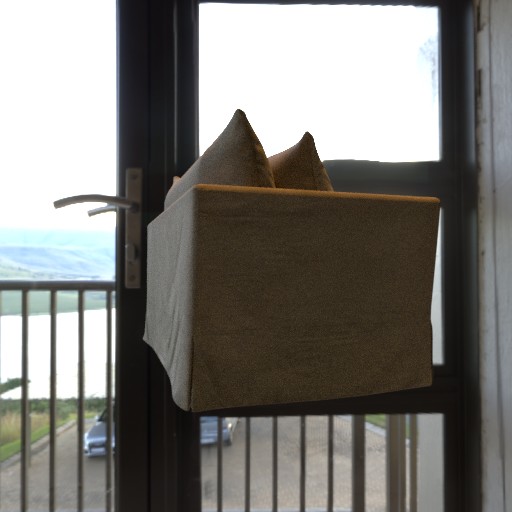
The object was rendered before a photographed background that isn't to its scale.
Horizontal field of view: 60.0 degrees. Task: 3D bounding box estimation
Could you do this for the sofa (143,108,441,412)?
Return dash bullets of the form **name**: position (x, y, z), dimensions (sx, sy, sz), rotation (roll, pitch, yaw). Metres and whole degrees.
- **sofa**: position (0.000, 0.000, 2.304), dimensions (1.035, 1.040, 1.608), rotation (0, -1, -19)
